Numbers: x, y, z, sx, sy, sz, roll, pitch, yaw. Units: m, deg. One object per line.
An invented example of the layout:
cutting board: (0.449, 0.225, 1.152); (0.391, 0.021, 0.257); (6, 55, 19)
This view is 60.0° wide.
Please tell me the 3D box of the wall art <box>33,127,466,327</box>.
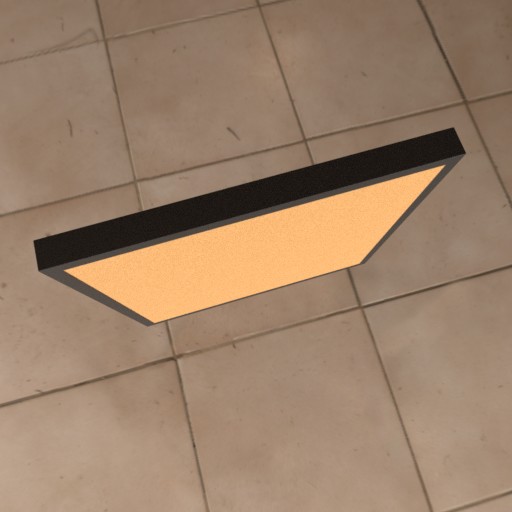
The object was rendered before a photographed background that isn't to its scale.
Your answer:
wall art: (0.000, 0.000, 0.751); (0.506, 0.506, 0.037); (-16, 75, -4)
